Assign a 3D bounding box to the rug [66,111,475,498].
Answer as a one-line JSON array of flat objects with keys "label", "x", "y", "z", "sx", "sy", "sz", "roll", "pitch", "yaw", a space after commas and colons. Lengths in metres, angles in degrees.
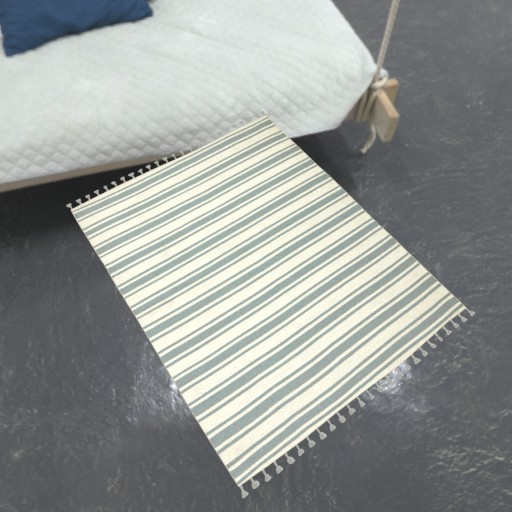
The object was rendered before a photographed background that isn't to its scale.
[{"label": "rug", "x": 0.000, "y": 0.000, "z": 4.138, "sx": 2.439, "sy": 0.005, "sz": 3.201, "roll": -31, "pitch": 63, "yaw": -18}]
